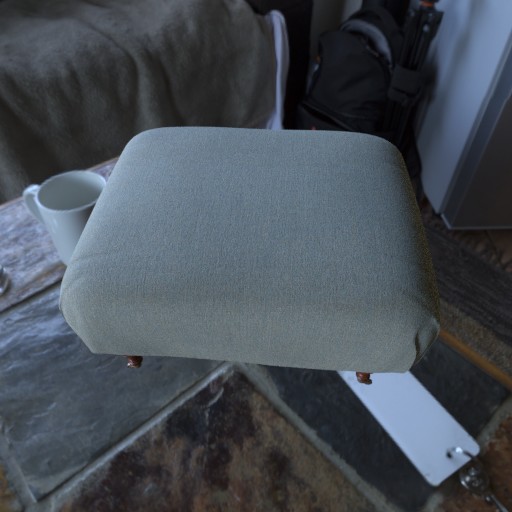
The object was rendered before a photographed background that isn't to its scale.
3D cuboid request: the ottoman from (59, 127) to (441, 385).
[{"bbox_3d":[0.000,0.000,1.106,0.747,0.450,0.622,3,47,3],"label":"ottoman"}]
